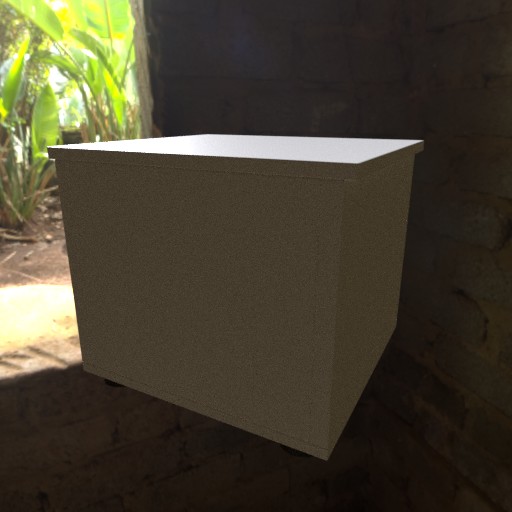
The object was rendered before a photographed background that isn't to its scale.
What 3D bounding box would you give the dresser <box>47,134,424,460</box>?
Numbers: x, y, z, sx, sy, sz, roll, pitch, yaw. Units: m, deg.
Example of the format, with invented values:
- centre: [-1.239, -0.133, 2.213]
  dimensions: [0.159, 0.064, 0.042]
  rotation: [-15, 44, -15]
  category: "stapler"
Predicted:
- centre: [0.000, 0.000, 0.727]
  dimensions: [0.430, 0.360, 0.400]
  rotation: [9, 20, 27]
  category: "dresser"
